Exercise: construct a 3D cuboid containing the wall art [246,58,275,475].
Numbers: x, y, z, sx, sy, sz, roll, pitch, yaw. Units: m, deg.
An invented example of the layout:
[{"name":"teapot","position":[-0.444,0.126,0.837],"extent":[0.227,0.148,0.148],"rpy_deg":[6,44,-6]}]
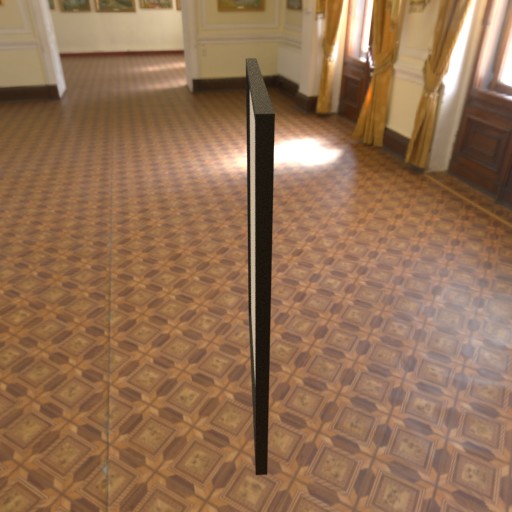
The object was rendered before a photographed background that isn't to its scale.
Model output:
[{"name":"wall art","position":[0.000,0.000,1.417],"extent":[0.036,1.070,0.802],"rpy_deg":[-1,31,-2]}]
